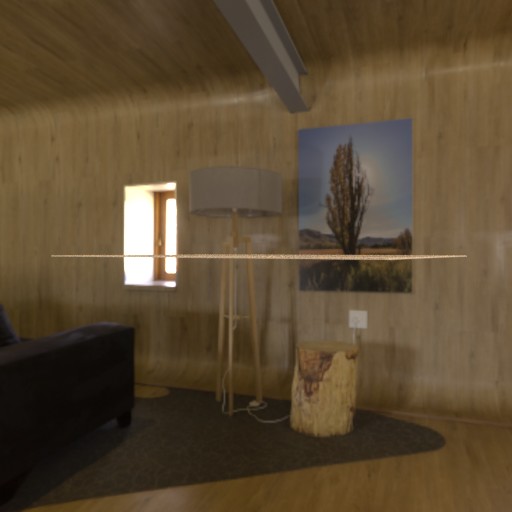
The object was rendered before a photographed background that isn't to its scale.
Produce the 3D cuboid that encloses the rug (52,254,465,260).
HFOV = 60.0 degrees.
[{"bbox_3d":[0.000,0.000,2.340,1.828,0.005,1.219,0,1,35],"label":"rug"}]
